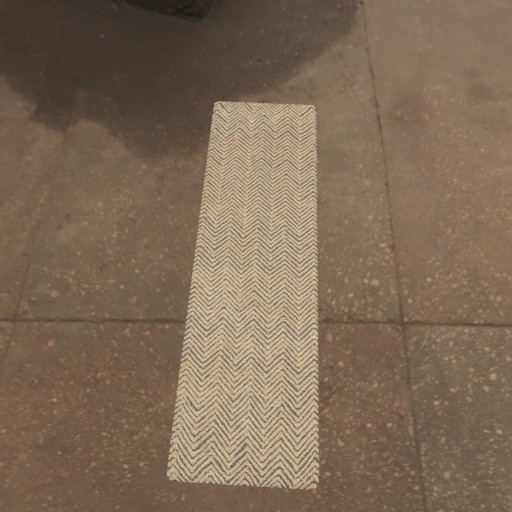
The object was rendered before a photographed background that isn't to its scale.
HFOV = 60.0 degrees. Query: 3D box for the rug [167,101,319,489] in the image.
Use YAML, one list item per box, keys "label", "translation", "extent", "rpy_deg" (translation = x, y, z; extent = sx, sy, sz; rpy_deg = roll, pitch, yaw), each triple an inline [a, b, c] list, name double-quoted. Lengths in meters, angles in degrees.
- label: "rug"
  translation: [0.000, 0.000, 2.482]
  extent: [0.686, 0.008, 2.286]
  rpy_deg: [3, 64, 1]
